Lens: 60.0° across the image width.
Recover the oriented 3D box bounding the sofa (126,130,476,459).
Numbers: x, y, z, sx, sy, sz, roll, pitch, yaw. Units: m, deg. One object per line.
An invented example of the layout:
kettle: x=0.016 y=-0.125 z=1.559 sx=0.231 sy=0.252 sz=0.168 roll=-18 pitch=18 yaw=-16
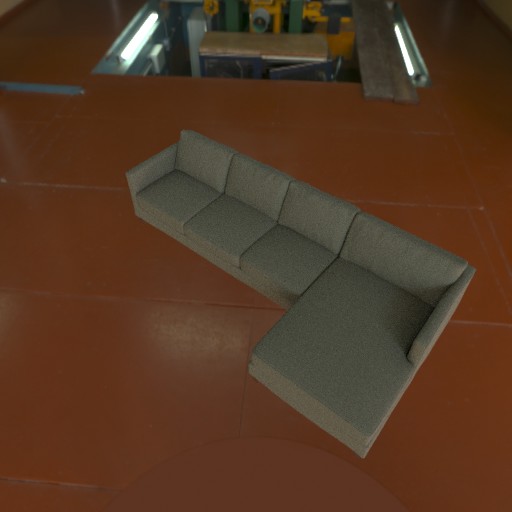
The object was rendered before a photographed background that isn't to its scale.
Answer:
sofa: x=0.000 y=0.000 z=3.920 sx=3.186 sy=0.861 sz=1.625 roll=30 pitch=53 yaw=26
